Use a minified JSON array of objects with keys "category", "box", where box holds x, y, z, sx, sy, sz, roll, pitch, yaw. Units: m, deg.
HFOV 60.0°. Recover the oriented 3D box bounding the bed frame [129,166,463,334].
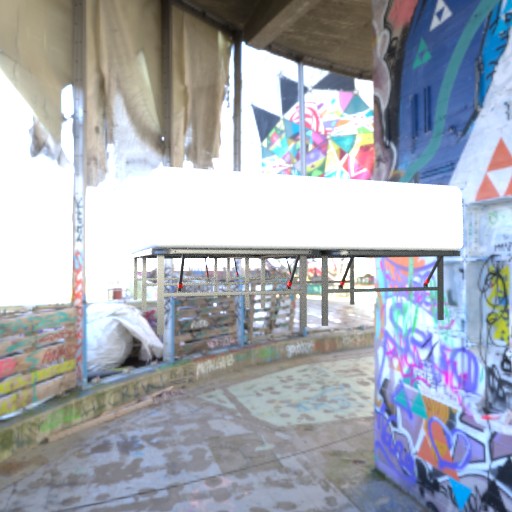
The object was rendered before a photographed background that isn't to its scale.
[{"category":"bed frame","box":[0.000,0.000,2.895,1.528,0.677,2.037,0,-1,-18]}]
